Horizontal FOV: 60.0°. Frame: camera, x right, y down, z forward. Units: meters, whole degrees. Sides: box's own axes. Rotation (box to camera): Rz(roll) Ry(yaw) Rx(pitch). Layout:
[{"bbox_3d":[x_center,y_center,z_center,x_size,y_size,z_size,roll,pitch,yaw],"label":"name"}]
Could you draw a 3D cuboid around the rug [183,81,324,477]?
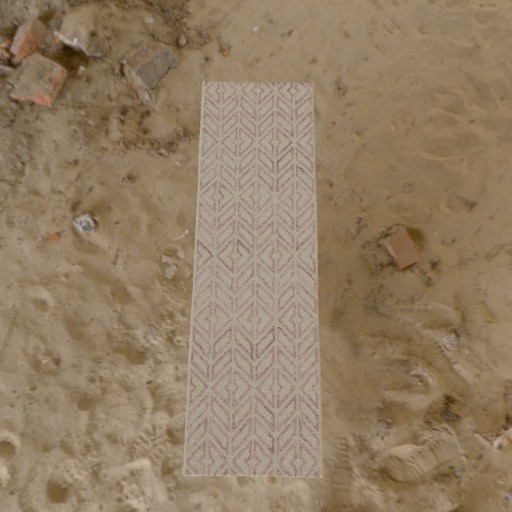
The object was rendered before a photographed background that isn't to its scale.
[{"bbox_3d":[0.000,0.000,2.676,0.750,0.009,2.435,1,75,0],"label":"rug"}]
